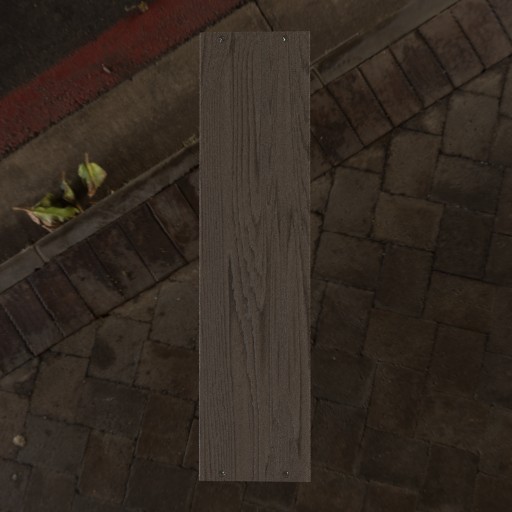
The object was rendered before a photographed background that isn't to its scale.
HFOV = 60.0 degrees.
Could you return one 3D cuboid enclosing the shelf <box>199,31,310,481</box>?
[{"bbox_3d":[0.000,0.000,0.686,0.150,0.170,0.610,0,89,1],"label":"shelf"}]
